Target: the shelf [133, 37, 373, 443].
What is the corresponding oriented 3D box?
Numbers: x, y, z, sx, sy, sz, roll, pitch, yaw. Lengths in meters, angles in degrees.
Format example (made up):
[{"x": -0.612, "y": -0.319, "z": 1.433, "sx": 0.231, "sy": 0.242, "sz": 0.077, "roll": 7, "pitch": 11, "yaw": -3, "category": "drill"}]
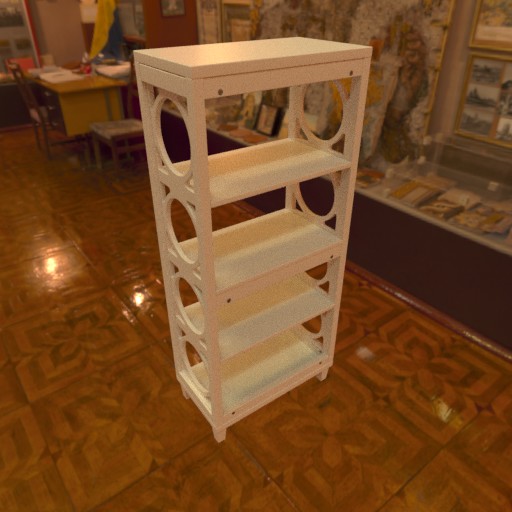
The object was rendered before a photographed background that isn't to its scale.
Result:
[{"x": 0.000, "y": 0.000, "z": 1.652, "sx": 0.611, "sy": 1.411, "sz": 0.340, "roll": -21, "pitch": 37, "yaw": -30, "category": "shelf"}]
